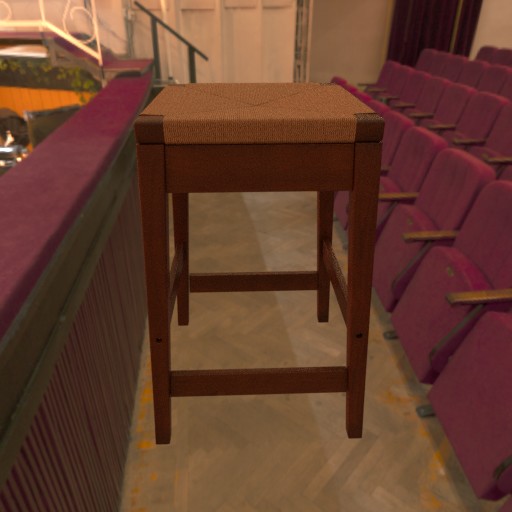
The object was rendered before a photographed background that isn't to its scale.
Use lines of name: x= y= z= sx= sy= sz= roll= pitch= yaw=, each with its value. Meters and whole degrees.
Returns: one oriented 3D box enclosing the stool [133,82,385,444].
stool: x=0.000 y=0.000 z=1.116 sx=0.507 sy=0.762 sz=0.497 roll=-1 pitch=29 yaw=-2
